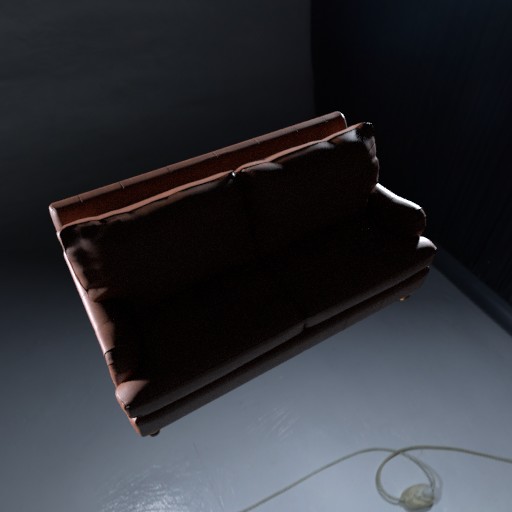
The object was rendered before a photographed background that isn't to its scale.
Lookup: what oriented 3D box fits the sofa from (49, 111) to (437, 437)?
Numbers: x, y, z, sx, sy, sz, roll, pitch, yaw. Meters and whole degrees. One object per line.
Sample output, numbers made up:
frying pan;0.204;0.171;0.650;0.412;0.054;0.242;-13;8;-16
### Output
sofa;0.000;0.000;2.814;2.144;1.071;1.147;-23;51;-20
